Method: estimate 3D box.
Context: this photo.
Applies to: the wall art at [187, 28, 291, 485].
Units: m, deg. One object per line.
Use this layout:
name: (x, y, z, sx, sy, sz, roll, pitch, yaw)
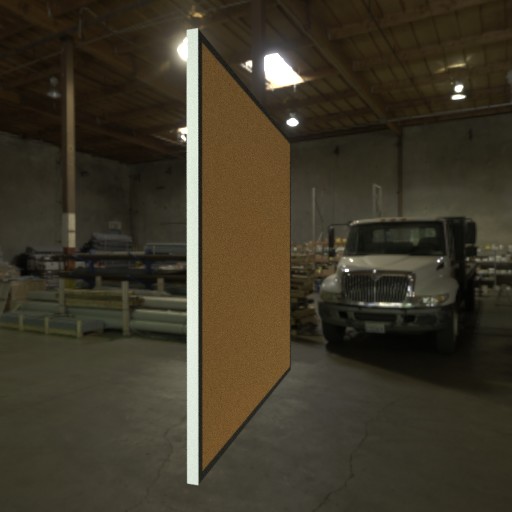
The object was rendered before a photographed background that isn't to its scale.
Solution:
wall art: (0.000, 0.000, 1.168, 0.022, 0.803, 0.805, 0, 0, 16)
